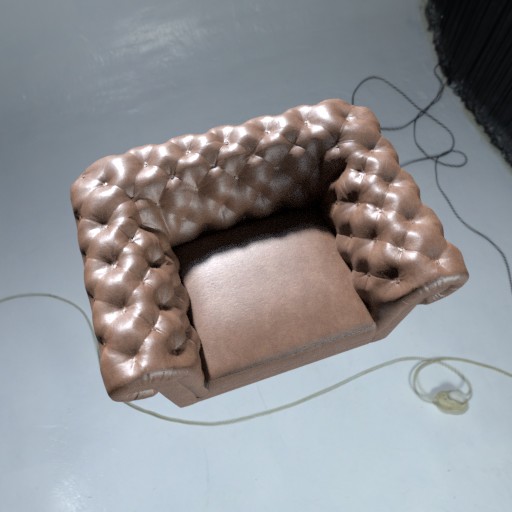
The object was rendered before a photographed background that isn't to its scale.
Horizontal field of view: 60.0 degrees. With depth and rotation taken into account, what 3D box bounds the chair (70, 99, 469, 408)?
[{"bbox_3d":[0.000,0.000,1.903,1.298,0.784,0.954,-17,64,-8],"label":"chair"}]
